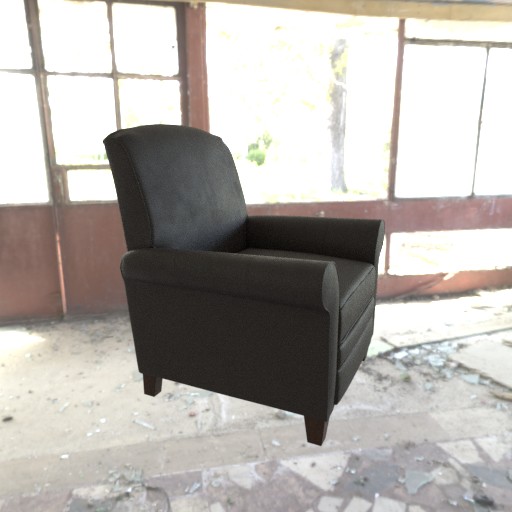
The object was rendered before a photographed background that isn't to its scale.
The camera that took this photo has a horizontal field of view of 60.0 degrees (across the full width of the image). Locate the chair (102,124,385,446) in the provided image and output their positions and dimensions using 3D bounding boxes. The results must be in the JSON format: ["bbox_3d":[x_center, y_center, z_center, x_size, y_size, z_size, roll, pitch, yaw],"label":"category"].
[{"bbox_3d":[0.000,0.000,1.833,0.902,1.061,0.978,7,15,25],"label":"chair"}]
